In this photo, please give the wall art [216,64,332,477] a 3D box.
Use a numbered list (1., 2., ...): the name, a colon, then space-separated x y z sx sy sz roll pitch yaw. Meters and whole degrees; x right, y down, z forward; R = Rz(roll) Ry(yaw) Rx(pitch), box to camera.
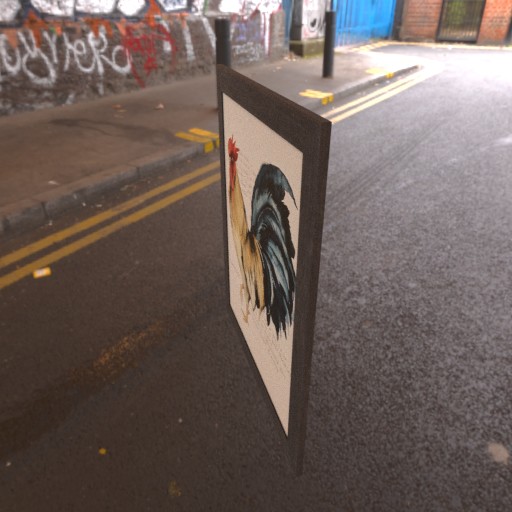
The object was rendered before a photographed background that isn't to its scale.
1. wall art: 0.000 0.000 0.780 0.013 0.570 0.476 -9 31 -15
